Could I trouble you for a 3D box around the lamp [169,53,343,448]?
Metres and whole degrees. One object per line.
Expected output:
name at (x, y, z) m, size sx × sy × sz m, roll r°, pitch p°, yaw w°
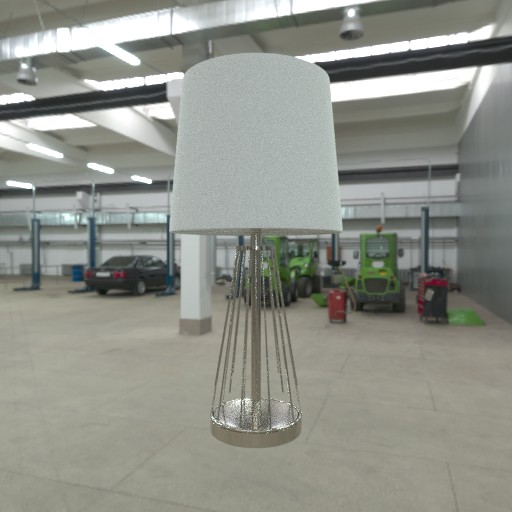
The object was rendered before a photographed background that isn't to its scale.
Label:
lamp at (0.000, 0.000, 0.790) m, size 0.303 × 0.618 × 0.303 m, roll 0°, pitch 1°, yaw 0°
